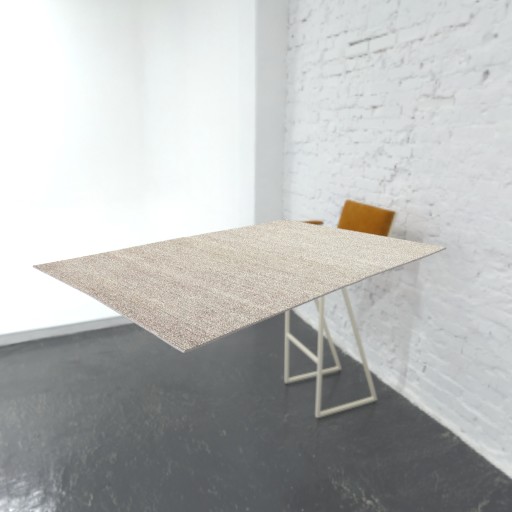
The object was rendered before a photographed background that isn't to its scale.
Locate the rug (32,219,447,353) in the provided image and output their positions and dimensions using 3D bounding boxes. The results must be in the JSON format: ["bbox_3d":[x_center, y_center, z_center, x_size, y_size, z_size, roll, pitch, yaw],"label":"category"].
[{"bbox_3d":[0.000,0.000,3.001,2.342,0.030,1.609,-14,20,-42],"label":"rug"}]
